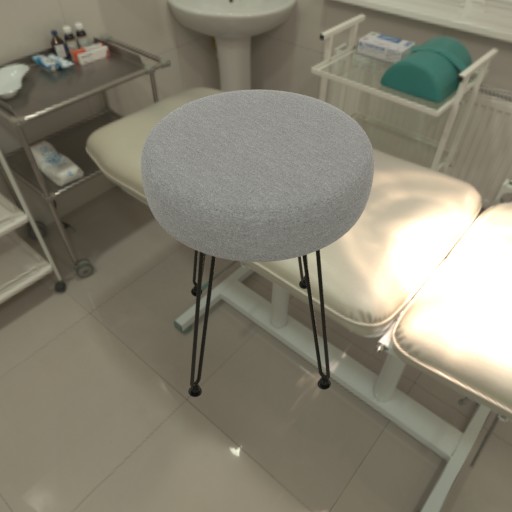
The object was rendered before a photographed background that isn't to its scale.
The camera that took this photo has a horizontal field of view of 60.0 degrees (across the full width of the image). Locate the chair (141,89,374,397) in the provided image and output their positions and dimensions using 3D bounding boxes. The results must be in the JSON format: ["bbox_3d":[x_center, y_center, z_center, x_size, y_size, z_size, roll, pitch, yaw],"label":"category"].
[{"bbox_3d":[0.000,0.000,0.713,0.350,0.440,0.350,32,54,27],"label":"chair"}]
